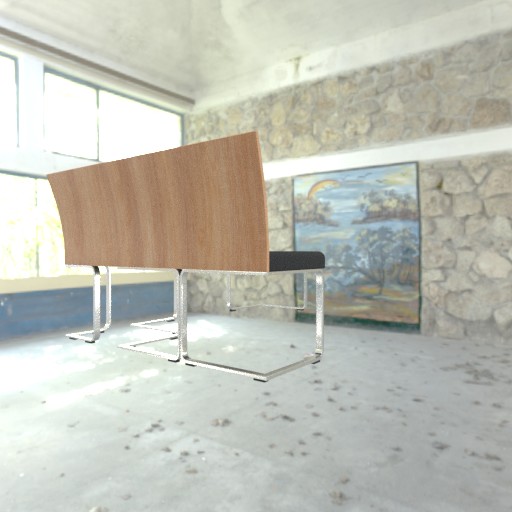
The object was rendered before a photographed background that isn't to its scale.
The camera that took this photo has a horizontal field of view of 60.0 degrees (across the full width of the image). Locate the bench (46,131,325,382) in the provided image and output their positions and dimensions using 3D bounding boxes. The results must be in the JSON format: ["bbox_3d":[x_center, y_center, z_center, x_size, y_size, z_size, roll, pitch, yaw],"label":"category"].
[{"bbox_3d":[0.000,0.000,2.823,1.495,0.930,1.945,0,1,38],"label":"bench"}]
